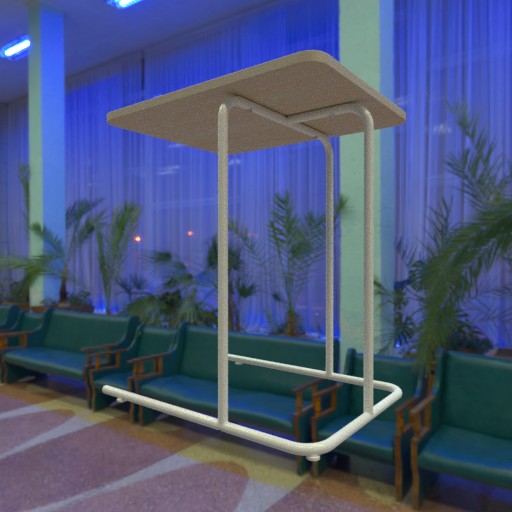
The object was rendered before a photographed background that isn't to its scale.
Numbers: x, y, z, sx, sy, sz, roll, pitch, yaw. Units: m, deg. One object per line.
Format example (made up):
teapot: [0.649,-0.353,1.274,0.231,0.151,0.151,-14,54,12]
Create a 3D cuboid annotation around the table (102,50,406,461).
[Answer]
table: [0.000,0.000,0.869,0.480,0.550,0.370,0,1,37]
